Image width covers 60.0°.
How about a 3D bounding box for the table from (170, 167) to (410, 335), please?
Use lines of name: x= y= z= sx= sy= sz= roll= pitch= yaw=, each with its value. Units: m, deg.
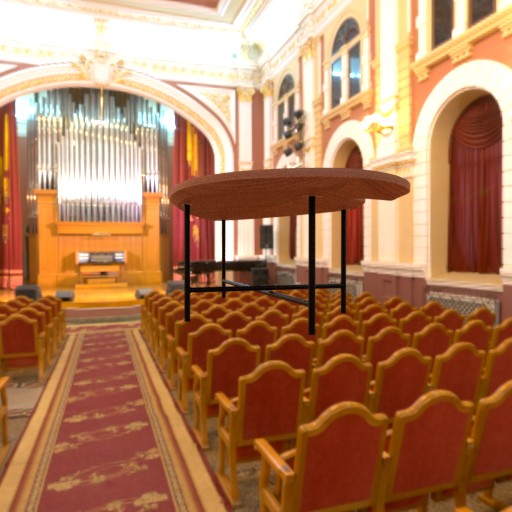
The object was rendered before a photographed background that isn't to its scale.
table: x=0.000 y=0.000 z=1.441 sx=0.598 sy=0.360 sz=1.199 roll=0 pitch=1 yaw=-18
